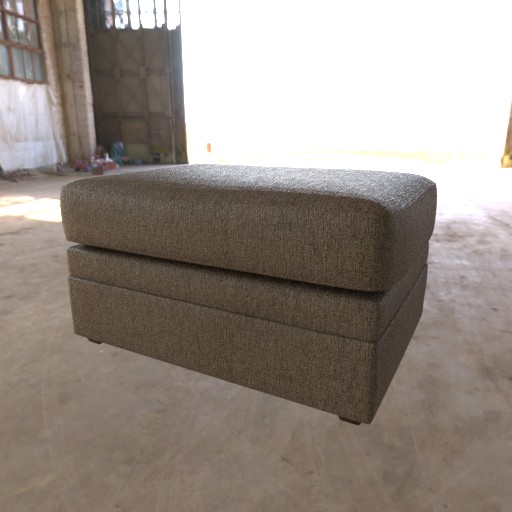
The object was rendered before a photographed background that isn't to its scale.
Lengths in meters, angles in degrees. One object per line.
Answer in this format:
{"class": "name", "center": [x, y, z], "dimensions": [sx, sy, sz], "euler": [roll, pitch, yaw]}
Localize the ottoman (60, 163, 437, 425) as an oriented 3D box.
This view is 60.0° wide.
{"class": "ottoman", "center": [0.000, 0.000, 1.249], "dimensions": [0.885, 0.478, 0.637], "euler": [9, 18, 28]}
